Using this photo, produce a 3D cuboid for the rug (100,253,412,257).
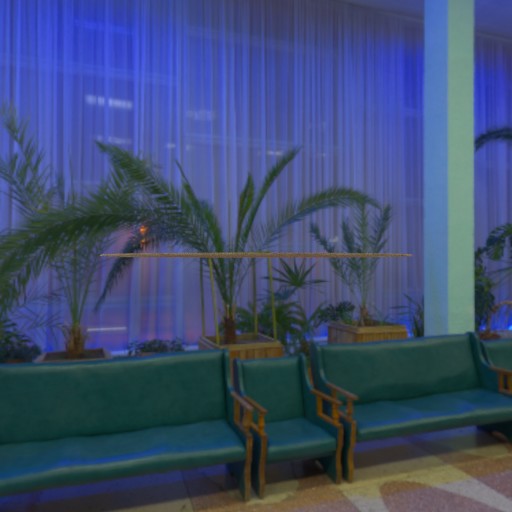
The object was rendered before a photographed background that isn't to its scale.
[{"bbox_3d":[0.000,0.000,3.686,2.444,0.015,2.444,0,-1,0],"label":"rug"}]
